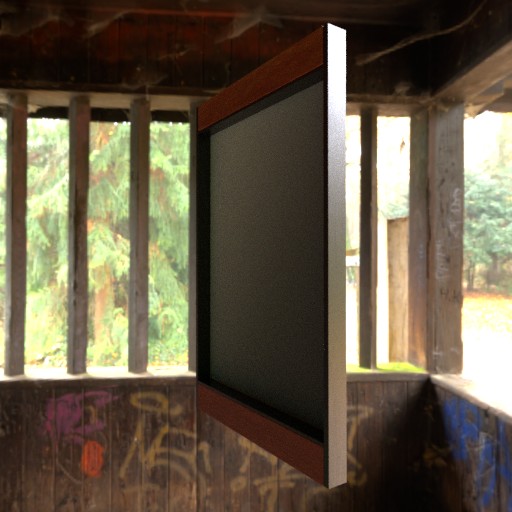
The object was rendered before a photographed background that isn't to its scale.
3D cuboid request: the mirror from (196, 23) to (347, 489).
[{"bbox_3d":[0.000,0.000,1.012,0.047,0.823,0.525,0,-1,-34],"label":"mirror"}]
